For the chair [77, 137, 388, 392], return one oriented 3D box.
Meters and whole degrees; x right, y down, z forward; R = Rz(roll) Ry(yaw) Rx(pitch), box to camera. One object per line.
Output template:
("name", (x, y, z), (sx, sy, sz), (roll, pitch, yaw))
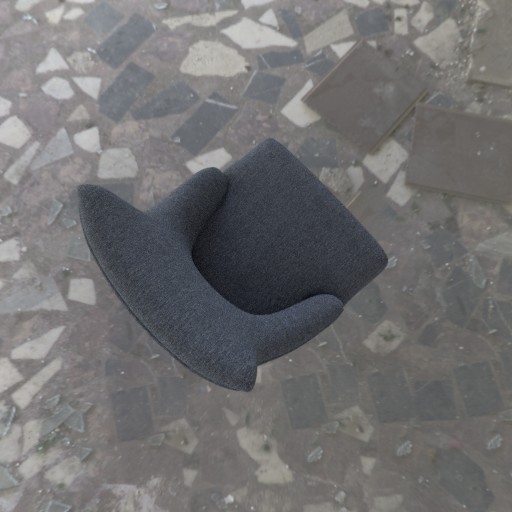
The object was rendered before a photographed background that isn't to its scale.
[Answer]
("chair", (0.000, 0.000, 1.285), (0.629, 0.909, 0.566), (-40, 80, -9))
